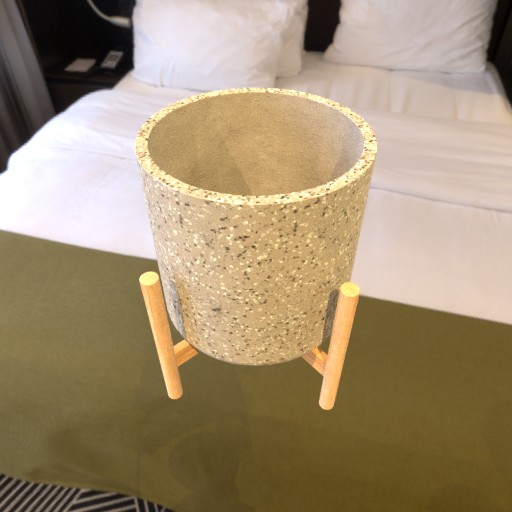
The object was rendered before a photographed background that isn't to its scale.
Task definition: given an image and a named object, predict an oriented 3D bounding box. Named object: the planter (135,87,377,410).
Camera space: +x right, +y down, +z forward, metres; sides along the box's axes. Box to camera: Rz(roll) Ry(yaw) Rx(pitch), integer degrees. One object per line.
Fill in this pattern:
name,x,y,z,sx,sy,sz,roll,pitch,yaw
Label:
planter,0.000,0.000,0.705,0.360,0.419,0.360,-12,44,-13
